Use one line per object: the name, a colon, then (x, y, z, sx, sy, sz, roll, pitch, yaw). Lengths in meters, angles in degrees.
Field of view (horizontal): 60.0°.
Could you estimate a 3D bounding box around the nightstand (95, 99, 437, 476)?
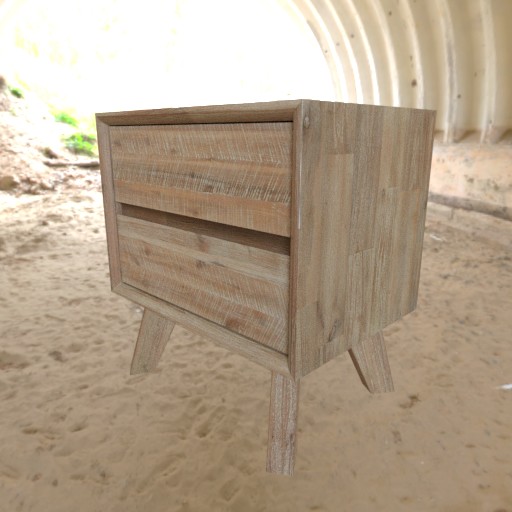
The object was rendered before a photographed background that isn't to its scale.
nightstand: (0.000, 0.000, 0.950, 0.552, 0.589, 0.396, 15, 21, 43)
